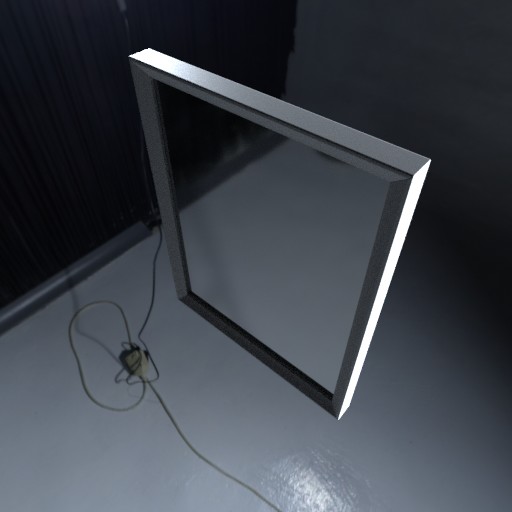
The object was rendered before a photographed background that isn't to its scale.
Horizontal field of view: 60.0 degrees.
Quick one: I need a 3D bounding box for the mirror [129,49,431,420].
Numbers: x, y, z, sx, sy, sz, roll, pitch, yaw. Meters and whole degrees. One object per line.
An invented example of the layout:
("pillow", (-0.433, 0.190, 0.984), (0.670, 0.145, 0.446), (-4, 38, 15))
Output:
("mirror", (0.000, 0.000, 0.681), (0.406, 0.509, 0.041), (32, 54, 27))
